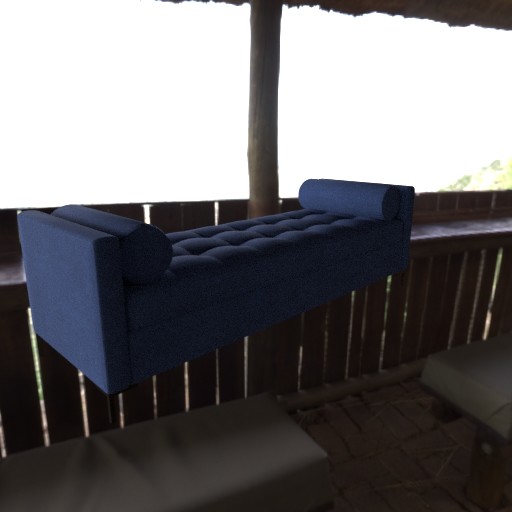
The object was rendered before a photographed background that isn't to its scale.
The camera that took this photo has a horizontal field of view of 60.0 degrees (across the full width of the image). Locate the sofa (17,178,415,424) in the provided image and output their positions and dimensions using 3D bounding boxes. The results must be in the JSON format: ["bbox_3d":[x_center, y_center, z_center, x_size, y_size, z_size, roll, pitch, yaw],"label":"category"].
[{"bbox_3d":[0.000,0.000,2.255,1.981,0.635,0.686,-15,21,-42],"label":"sofa"}]
